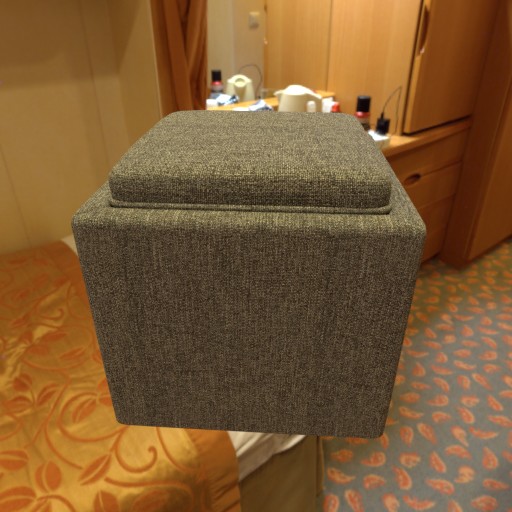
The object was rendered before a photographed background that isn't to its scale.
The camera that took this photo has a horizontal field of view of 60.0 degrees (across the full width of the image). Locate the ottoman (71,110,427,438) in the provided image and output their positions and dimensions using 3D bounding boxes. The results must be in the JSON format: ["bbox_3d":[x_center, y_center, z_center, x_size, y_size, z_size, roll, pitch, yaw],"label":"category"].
[{"bbox_3d":[0.000,0.000,0.819,0.450,0.460,0.450,2,30,3],"label":"ottoman"}]
